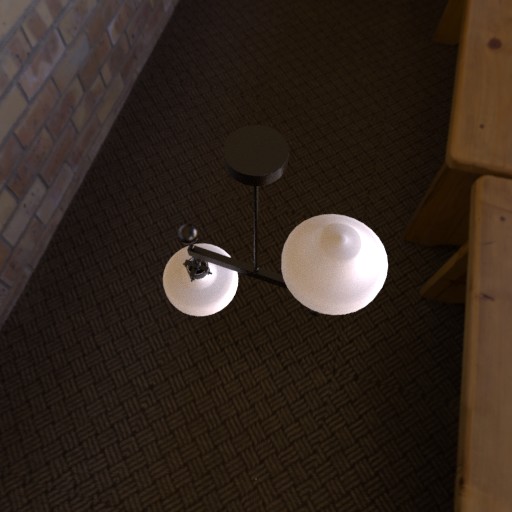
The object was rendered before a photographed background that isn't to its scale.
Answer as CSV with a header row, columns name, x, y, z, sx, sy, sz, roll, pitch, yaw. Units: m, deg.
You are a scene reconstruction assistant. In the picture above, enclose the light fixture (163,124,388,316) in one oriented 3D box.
name,x,y,z,sx,sy,sz,roll,pitch,yaw
light fixture,0.000,0.000,1.023,0.489,0.743,0.422,-15,64,-7
